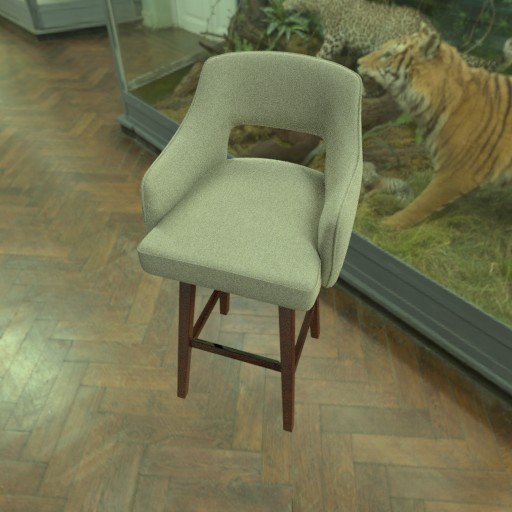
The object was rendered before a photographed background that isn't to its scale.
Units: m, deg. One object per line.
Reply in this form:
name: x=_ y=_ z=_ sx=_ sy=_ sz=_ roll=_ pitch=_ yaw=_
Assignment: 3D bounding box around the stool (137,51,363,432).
stool: x=0.000 y=0.000 z=1.370 sx=0.550 sy=1.041 sz=0.560 roll=12 pitch=43 yaw=14
